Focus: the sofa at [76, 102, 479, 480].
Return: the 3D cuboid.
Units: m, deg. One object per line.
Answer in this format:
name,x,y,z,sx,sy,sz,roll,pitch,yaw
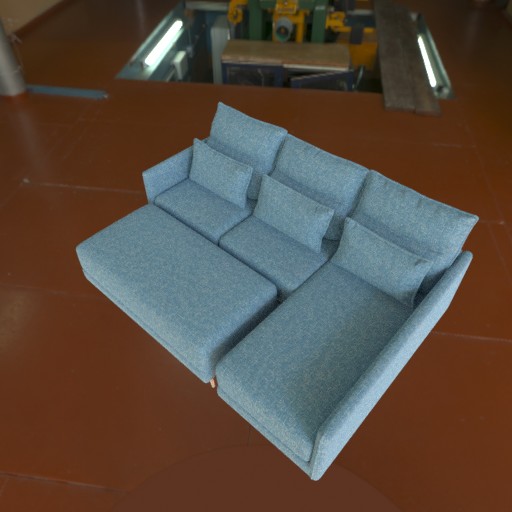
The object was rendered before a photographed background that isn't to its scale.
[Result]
sofa,0.000,0.000,2.716,2.034,0.899,1.420,33,54,28
